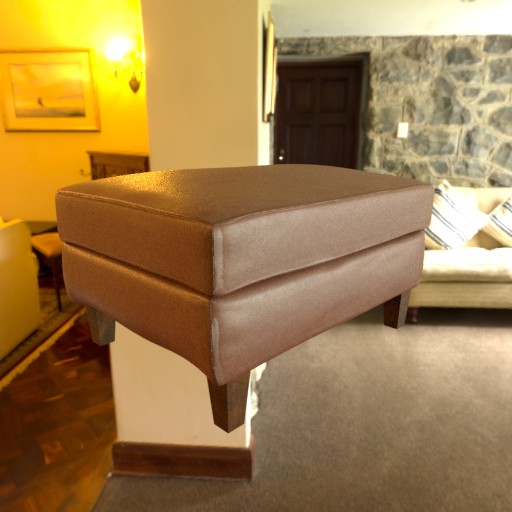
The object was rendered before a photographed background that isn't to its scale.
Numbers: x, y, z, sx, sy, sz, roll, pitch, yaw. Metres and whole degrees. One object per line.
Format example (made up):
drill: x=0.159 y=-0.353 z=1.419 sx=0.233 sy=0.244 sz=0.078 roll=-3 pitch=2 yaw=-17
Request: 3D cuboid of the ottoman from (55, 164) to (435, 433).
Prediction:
ottoman: x=0.000 y=0.000 z=1.234 sx=0.650 sy=0.485 sz=0.851 roll=14 pitch=21 yaw=43
